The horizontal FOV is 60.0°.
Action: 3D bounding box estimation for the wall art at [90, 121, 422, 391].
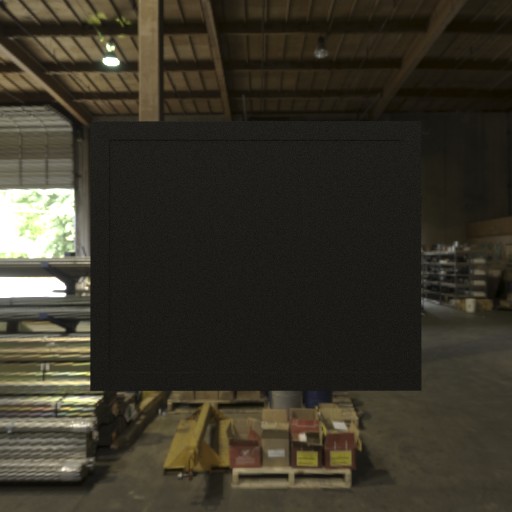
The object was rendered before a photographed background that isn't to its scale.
[{"bbox_3d":[0.000,0.000,0.553,0.404,0.329,0.024,0,0,0],"label":"wall art"}]
